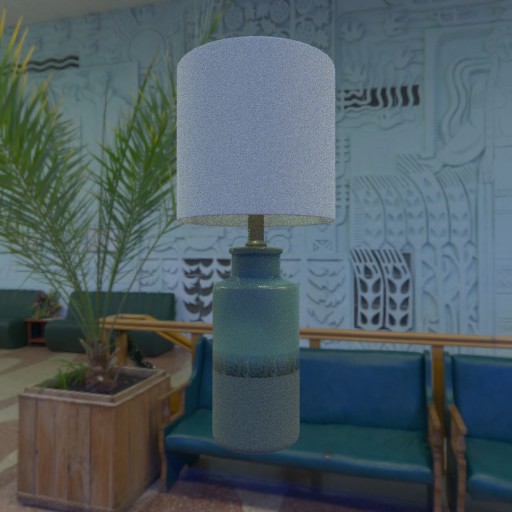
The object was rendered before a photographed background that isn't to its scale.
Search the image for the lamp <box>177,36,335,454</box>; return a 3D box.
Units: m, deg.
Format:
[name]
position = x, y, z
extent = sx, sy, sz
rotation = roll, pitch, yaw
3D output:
[lamp]
position = 0.000, 0.000, 0.602
extent = 0.212, 0.493, 0.212
rotation = 0, 0, 17
